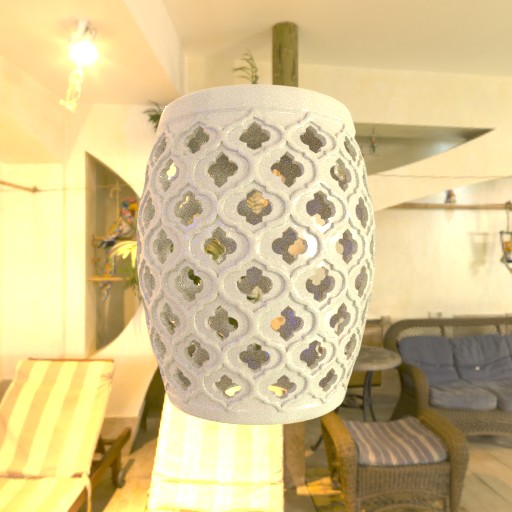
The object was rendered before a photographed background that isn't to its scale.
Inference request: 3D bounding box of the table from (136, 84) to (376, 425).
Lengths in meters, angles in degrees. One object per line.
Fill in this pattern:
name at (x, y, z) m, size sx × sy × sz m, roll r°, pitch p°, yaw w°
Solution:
table at (0.000, 0.000, 0.622) m, size 0.325 × 0.388 × 0.325 m, roll 0°, pitch 0°, yaw 0°
